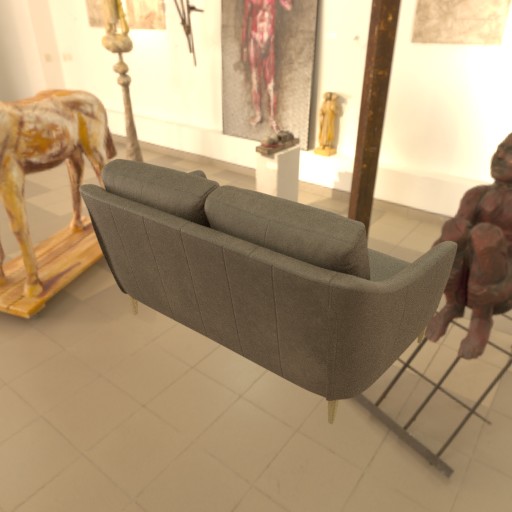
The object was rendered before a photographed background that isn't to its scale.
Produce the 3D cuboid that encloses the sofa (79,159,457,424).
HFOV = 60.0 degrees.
[{"bbox_3d":[0.000,0.000,2.179,1.619,0.902,0.960,20,36,31],"label":"sofa"}]
